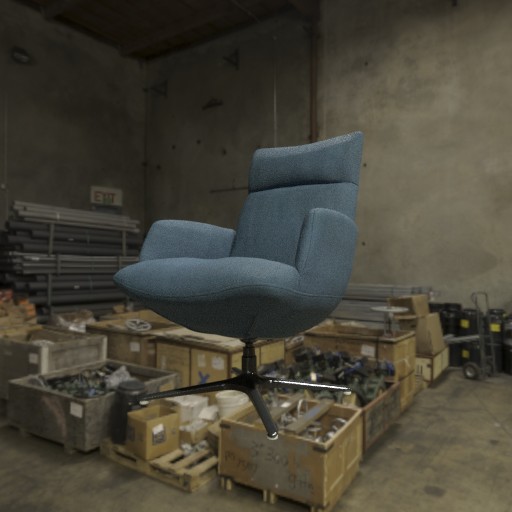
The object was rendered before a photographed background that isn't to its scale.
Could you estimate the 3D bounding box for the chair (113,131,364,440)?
[{"bbox_3d":[0.000,0.000,1.626,0.711,1.016,0.889,-1,-1,35],"label":"chair"}]
